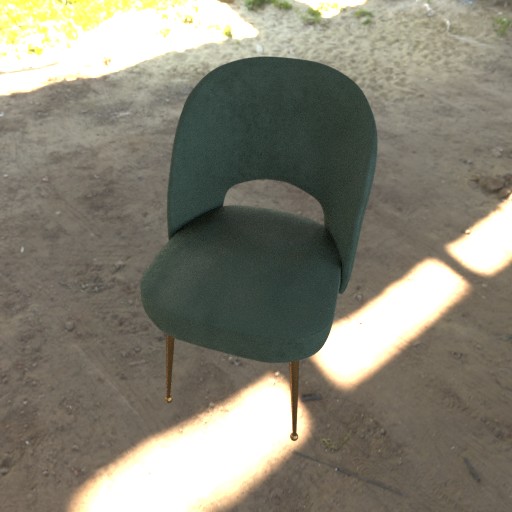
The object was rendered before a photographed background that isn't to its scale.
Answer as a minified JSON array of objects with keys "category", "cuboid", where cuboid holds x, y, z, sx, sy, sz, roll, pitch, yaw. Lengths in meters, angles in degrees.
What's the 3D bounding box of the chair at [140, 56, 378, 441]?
[{"category":"chair","cuboid":[0.000,0.000,1.200,0.527,0.860,0.577,12,42,13]}]
